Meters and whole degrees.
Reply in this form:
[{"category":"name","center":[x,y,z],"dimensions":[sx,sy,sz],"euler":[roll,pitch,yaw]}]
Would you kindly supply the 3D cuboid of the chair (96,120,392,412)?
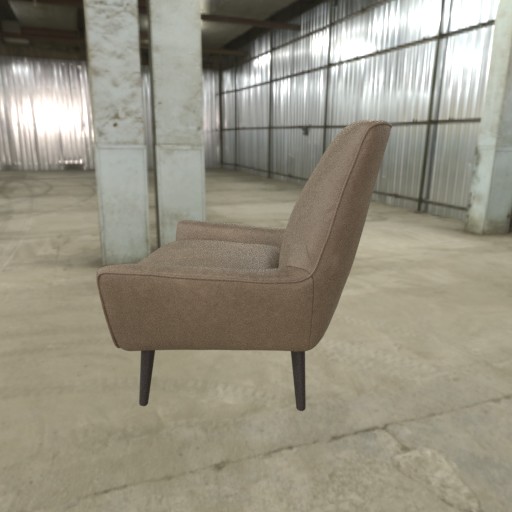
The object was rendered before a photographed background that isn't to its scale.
[{"category":"chair","center":[0.000,0.000,1.533],"dimensions":[0.824,0.888,0.787],"euler":[2,15,7]}]
